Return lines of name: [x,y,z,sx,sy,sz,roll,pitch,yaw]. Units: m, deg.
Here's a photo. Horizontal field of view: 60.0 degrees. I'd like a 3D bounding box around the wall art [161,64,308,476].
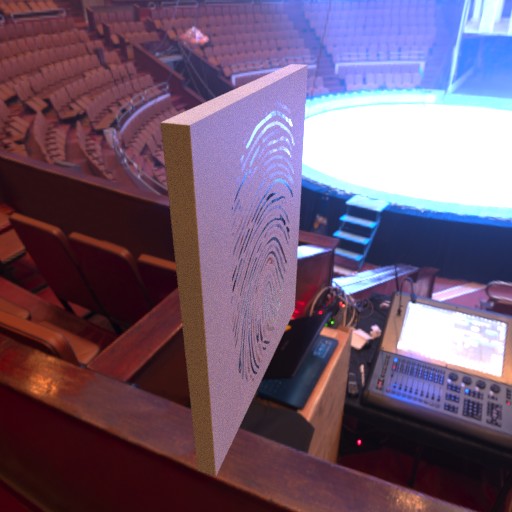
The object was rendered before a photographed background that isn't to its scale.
wall art: [0.000,0.000,0.831,0.037,0.606,0.508,10,32,17]
